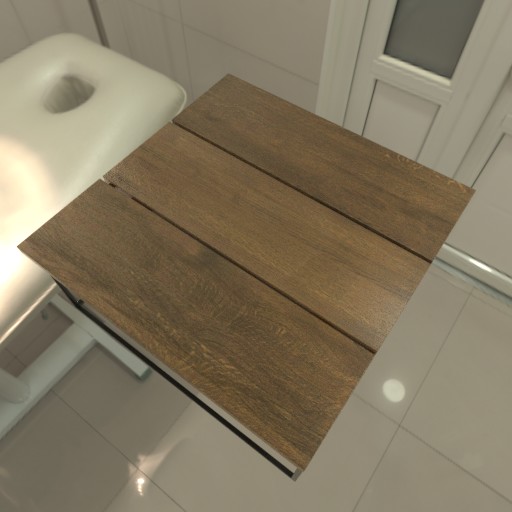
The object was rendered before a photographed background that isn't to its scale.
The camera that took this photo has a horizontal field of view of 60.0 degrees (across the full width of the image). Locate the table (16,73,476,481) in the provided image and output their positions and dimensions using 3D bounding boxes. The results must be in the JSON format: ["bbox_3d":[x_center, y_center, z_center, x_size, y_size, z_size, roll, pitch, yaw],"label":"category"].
[{"bbox_3d":[0.000,0.000,1.383,0.900,0.400,0.900,32,63,18],"label":"table"}]
